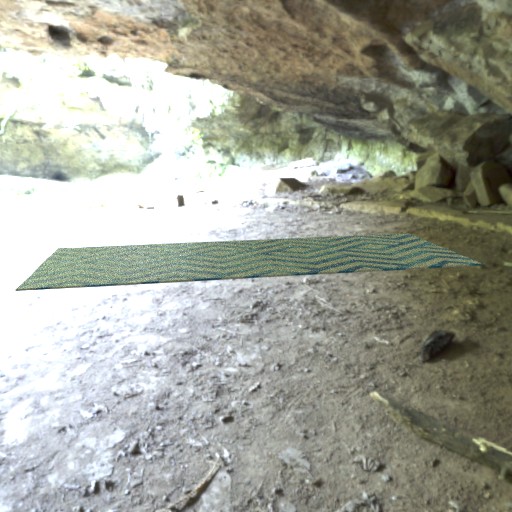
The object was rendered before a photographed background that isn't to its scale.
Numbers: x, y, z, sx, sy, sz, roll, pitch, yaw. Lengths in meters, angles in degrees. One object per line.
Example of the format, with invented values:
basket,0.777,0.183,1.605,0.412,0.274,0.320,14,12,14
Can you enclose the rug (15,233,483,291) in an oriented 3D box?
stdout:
rug,0.000,0.000,1.630,1.492,0.007,0.503,-3,15,-10
